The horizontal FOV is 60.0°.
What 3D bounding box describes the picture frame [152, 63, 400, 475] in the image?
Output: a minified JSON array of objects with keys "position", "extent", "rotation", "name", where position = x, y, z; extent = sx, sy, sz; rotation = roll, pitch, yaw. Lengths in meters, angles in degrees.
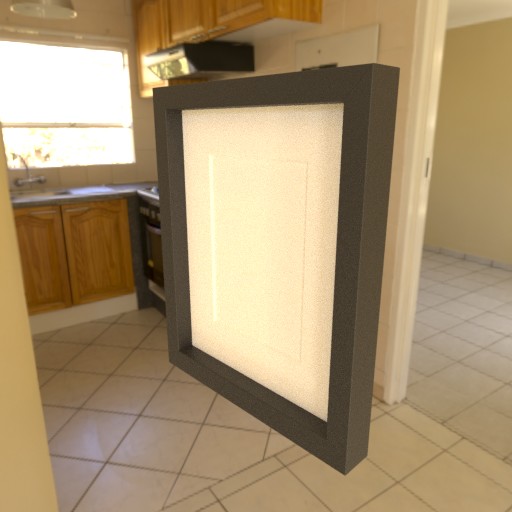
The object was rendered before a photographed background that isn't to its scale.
[{"position":[0.000,0.000,0.383],"extent":[0.042,0.284,0.232],"rotation":[-15,22,-42],"name":"picture frame"}]
